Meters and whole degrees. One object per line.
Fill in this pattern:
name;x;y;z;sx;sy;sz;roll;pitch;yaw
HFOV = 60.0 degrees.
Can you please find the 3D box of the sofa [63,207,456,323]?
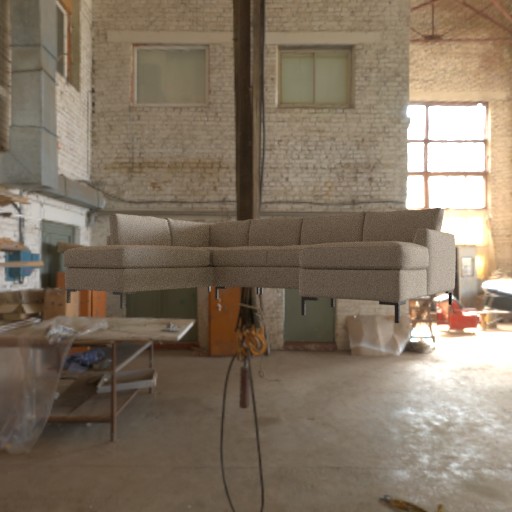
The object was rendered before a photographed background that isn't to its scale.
sofa;0.000;0.000;3.978;2.984;0.862;1.989;0;-1;36
